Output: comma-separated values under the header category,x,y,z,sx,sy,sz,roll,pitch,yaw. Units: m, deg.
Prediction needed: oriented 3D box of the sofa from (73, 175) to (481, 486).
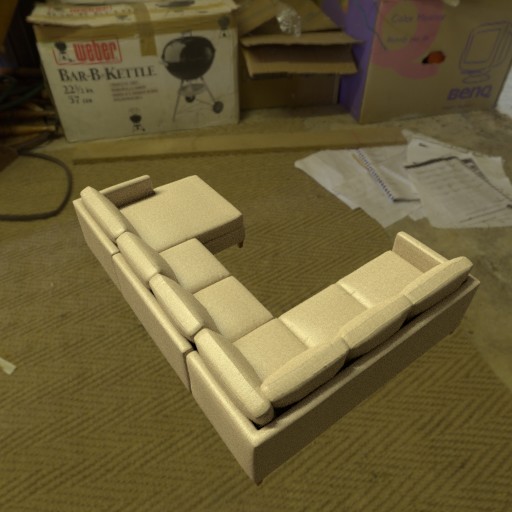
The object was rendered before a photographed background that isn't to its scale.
category,x,y,z,sx,sy,sz,roll,pitch,yaw
sofa,0.000,0.000,4.631,2.594,0.961,3.460,-27,49,-26
